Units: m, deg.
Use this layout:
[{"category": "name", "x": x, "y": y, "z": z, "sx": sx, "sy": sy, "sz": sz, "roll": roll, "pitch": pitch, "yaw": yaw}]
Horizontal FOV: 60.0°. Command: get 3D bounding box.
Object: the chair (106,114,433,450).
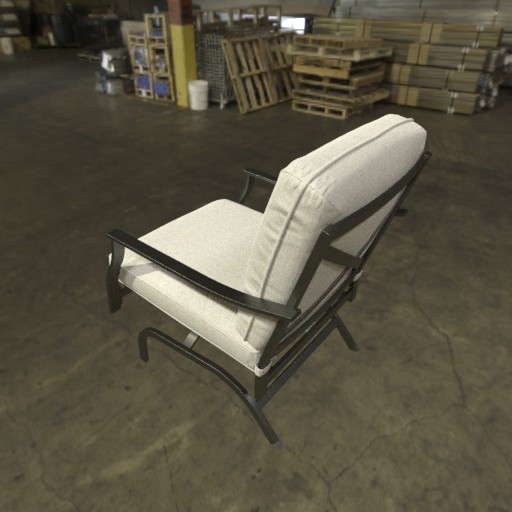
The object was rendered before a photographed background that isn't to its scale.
[{"category": "chair", "x": 0.000, "y": 0.000, "z": 1.376, "sx": 0.787, "sy": 0.860, "sz": 0.650, "roll": 21, "pitch": 38, "yaw": 31}]
